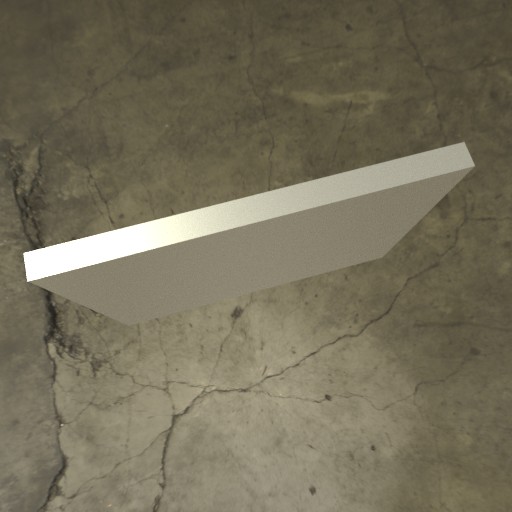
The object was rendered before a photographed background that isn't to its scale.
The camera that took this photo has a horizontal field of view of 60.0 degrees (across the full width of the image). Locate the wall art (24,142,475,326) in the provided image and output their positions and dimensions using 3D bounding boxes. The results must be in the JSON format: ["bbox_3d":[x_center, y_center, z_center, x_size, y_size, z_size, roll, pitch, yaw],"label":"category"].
[{"bbox_3d":[0.000,0.000,1.404,1.056,0.801,0.066,-15,75,-4],"label":"wall art"}]
